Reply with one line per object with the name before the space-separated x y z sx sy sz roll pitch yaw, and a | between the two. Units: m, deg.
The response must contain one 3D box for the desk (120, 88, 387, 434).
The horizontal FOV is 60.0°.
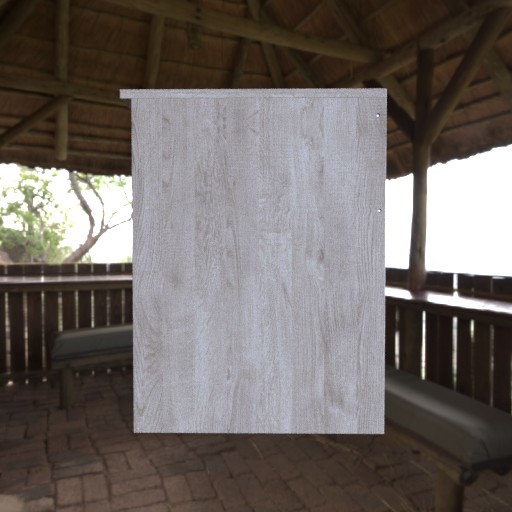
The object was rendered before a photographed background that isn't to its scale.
desk | 0.000 0.000 1.488 0.560 0.730 1.100 0 2 1
